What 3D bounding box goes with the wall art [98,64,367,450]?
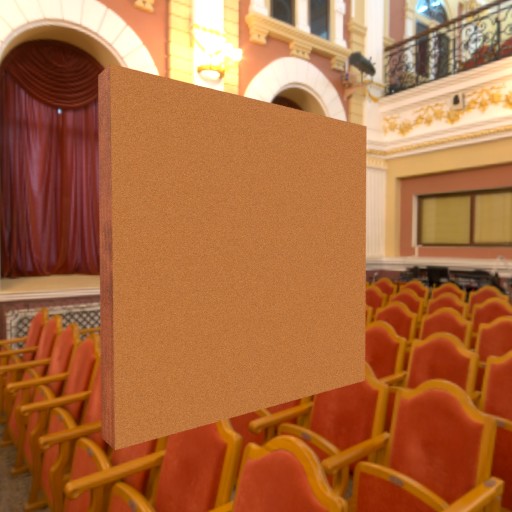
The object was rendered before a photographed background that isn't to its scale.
[{"bbox_3d":[0.000,0.000,0.572,0.386,0.385,0.038,-1,2,-37],"label":"wall art"}]
